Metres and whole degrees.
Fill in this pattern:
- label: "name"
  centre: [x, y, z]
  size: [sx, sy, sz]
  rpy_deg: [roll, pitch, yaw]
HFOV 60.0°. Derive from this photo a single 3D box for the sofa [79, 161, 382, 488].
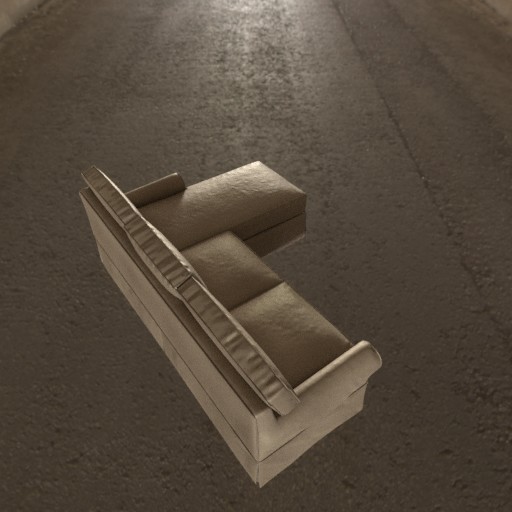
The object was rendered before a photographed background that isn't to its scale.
- label: "sofa"
  centre: [0.000, 0.000, 3.342]
  size: [1.733, 0.978, 2.475]
  rpy_deg: [-26, 48, -26]
